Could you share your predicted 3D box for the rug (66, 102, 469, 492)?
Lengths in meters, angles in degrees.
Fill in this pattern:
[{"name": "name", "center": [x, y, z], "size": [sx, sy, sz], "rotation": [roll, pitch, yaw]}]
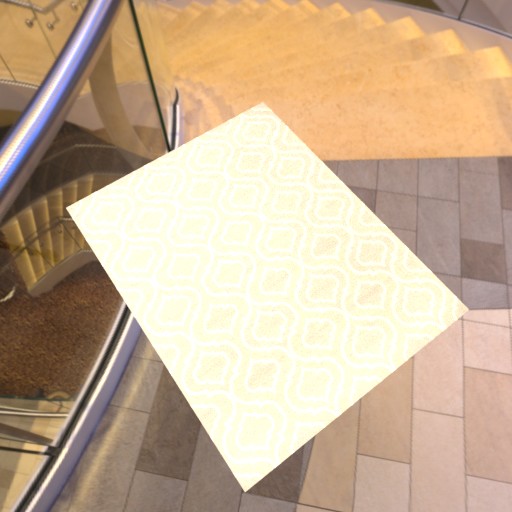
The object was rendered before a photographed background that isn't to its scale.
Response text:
[{"name": "rug", "center": [0.000, 0.000, 3.912], "size": [2.283, 0.006, 2.892], "rotation": [-33, 68, -15]}]
